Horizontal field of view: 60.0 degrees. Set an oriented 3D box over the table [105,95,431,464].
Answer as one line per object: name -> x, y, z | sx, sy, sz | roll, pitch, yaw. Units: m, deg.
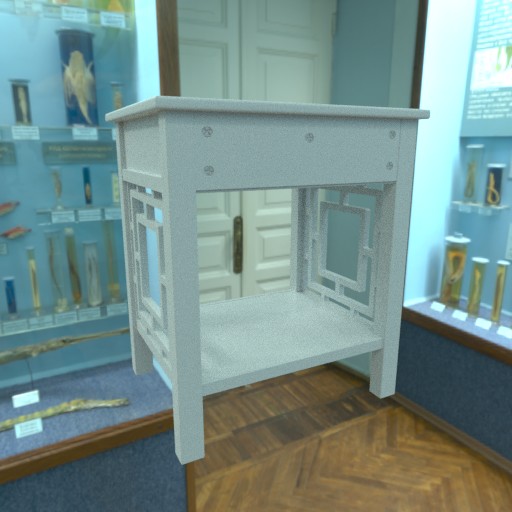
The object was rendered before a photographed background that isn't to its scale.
table -> 0.000, 0.000, 1.043 | 0.564, 0.646, 0.451 | -7, 16, -27
